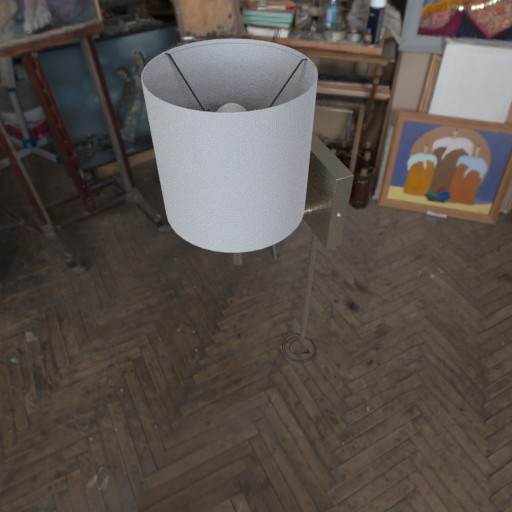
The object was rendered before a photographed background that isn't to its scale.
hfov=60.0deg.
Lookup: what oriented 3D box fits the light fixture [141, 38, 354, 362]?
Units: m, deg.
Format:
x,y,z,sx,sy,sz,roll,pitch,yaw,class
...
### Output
x,y,z,sx,sy,sz,roll,pitch,yaw,class
0.000,0.000,0.693,0.248,0.589,0.188,-16,48,-15,light fixture
